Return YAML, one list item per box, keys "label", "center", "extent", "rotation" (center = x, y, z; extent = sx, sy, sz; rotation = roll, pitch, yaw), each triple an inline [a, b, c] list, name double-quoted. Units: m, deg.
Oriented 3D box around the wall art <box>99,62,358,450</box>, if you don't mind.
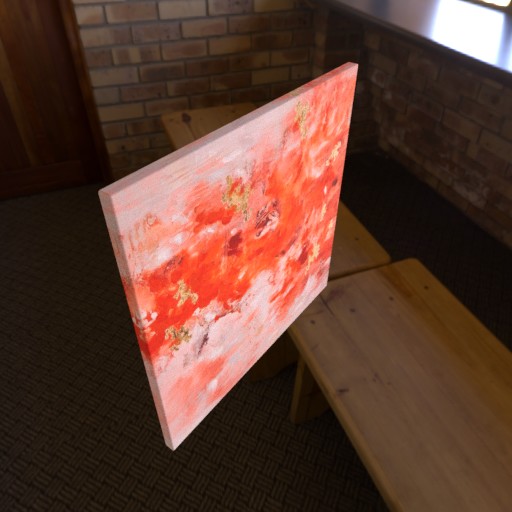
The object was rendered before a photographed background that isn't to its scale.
- label: "wall art"
  center: [0.000, 0.000, 1.295]
  extent: [0.066, 0.878, 0.878]
  rotation: [26, 47, 28]
